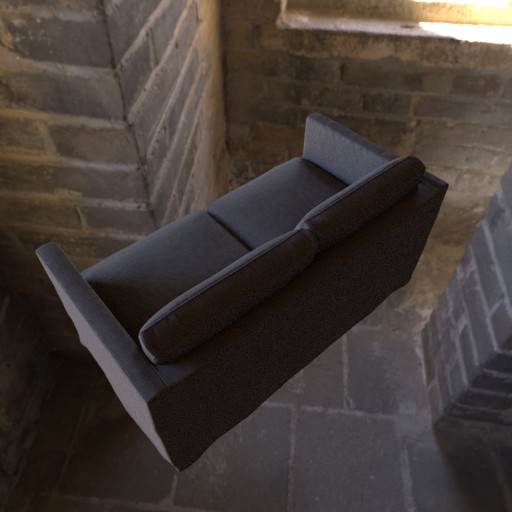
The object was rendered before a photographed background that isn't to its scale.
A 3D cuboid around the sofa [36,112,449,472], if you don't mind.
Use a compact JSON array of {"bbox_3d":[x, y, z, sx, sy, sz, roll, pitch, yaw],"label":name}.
[{"bbox_3d":[0.000,0.000,2.297,1.802,0.854,0.974,-33,55,-26],"label":"sofa"}]
